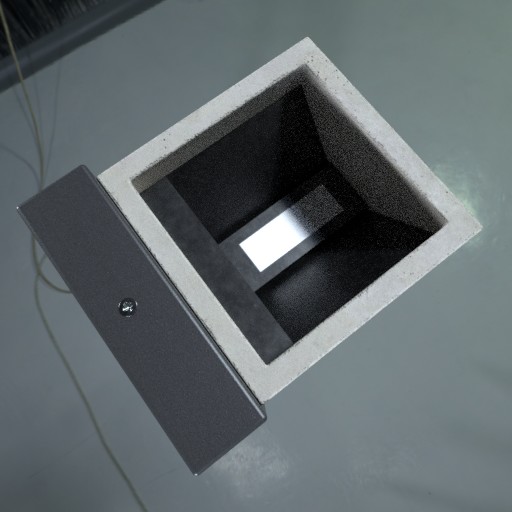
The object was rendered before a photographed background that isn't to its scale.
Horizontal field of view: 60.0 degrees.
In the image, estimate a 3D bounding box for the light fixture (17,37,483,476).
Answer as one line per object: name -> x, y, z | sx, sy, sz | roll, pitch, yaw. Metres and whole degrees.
light fixture -> 0.000, 0.000, 0.228 | 0.143, 0.121, 0.121 | -36, 79, -8
